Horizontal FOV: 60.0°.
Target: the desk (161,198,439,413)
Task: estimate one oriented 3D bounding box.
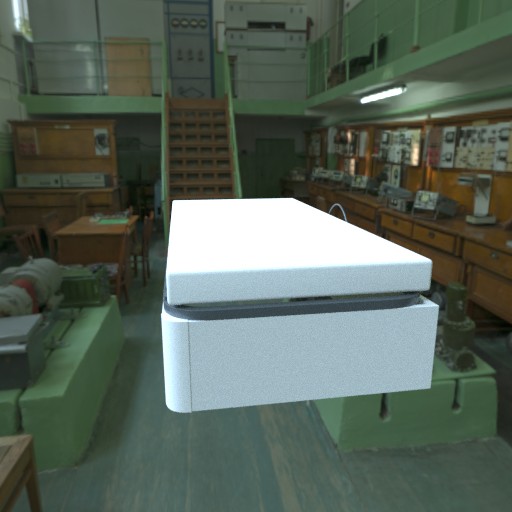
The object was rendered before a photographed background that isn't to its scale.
[{"bbox_3d":[0.000,0.000,2.305,0.900,0.526,1.900,-2,14,-9],"label":"desk"}]
